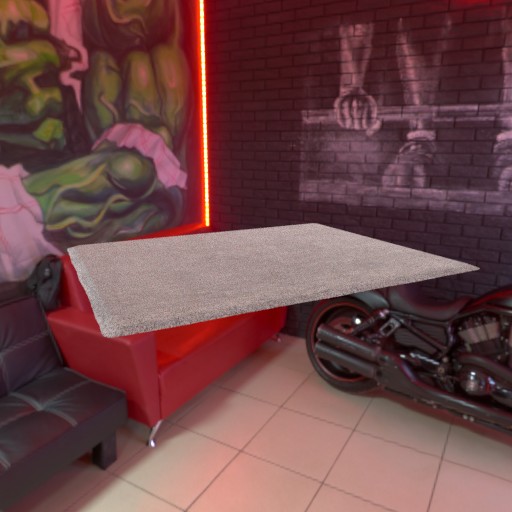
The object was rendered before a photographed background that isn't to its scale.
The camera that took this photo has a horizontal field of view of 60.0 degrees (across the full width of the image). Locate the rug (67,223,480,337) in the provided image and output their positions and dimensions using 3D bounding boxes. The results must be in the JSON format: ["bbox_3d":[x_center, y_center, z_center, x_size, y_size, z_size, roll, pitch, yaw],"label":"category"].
[{"bbox_3d":[0.000,0.000,3.909,2.933,0.027,2.332,-7,16,-26],"label":"rug"}]
